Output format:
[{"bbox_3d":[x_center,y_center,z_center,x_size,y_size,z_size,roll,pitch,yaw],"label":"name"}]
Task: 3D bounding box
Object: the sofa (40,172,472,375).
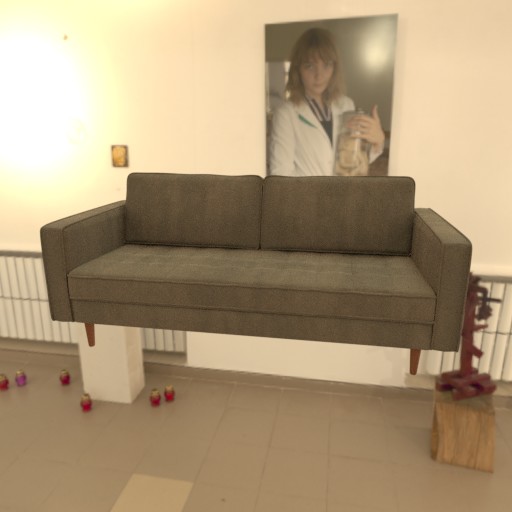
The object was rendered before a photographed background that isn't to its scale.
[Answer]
[{"bbox_3d":[0.000,0.000,2.367,1.920,0.825,0.924,3,15,10],"label":"sofa"}]
